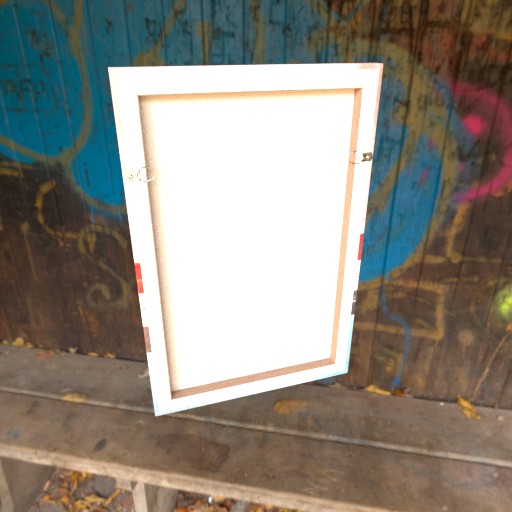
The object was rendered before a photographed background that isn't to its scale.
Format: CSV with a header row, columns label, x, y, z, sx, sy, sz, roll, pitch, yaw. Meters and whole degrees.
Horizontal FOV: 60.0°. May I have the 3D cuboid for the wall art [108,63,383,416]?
label,x,y,z,sx,sy,sz,roll,pitch,yaw
wall art,0.000,0.000,1.156,0.610,0.914,0.038,-8,27,-16
